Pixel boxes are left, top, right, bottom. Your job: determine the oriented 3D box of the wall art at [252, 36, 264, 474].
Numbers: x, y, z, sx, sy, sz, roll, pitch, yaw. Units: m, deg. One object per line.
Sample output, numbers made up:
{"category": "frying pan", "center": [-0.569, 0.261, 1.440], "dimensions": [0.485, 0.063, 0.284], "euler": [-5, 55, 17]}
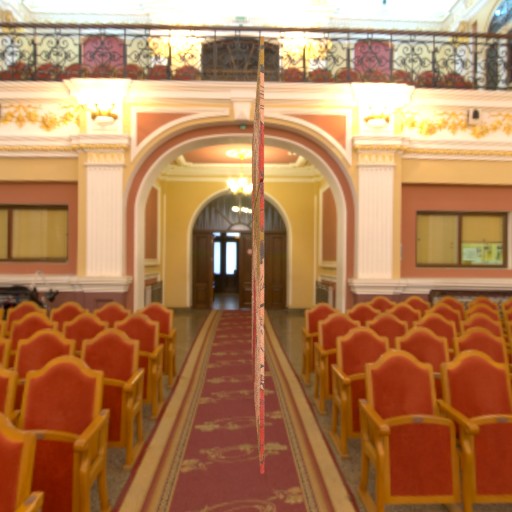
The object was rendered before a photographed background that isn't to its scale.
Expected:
{"category": "wall art", "center": [0.000, 0.000, 2.313], "dimensions": [0.013, 1.534, 1.519], "euler": [0, -1, -2]}
